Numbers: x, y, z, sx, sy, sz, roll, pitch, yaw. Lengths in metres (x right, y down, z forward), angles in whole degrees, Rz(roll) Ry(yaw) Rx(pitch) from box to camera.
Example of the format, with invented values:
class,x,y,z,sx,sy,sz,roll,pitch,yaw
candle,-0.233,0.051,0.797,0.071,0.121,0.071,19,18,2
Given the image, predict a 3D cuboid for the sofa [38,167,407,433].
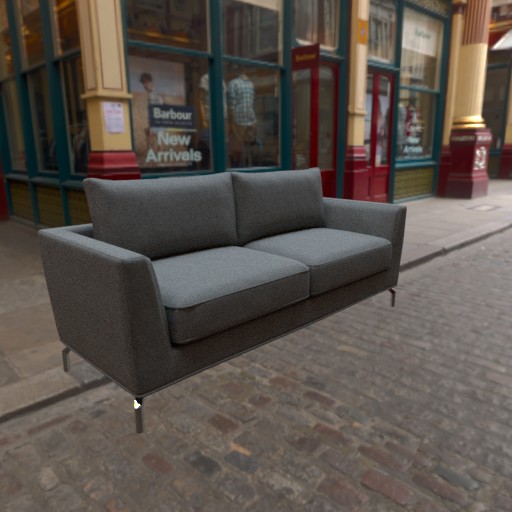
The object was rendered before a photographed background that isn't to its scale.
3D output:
class,x,y,z,sx,sy,sz,roll,pitch,yaw
sofa,0.000,0.000,2.704,2.212,1.002,0.869,-13,19,-43
